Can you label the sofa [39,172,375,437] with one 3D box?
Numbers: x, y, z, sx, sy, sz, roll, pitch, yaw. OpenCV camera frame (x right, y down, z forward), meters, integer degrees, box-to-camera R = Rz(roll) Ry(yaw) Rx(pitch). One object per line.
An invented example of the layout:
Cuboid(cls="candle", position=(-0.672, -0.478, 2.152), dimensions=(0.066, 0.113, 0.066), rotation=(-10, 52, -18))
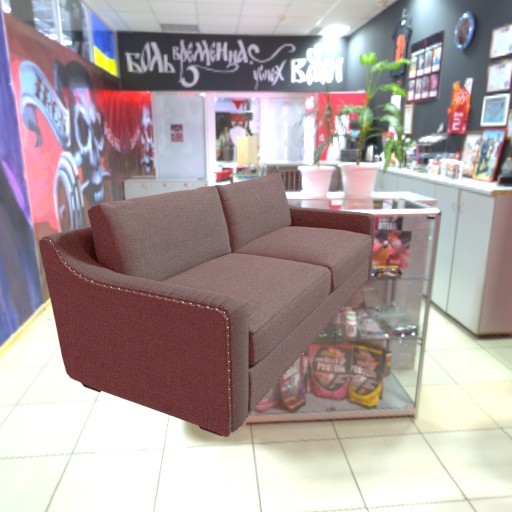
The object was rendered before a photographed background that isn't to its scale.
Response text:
Cuboid(cls="sofa", position=(0.000, 0.000, 2.718), dimensions=(1.000, 0.857, 2.208), rotation=(8, 17, 27))
